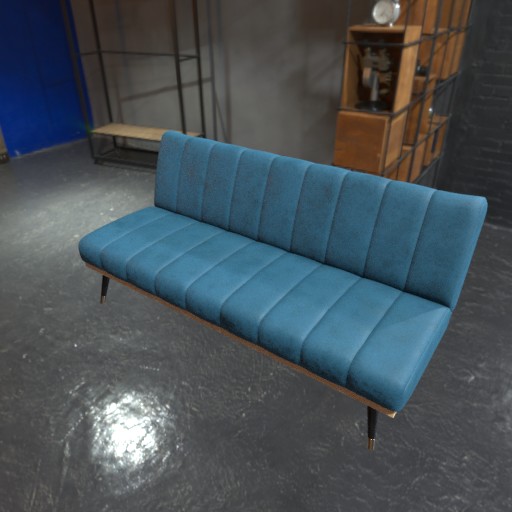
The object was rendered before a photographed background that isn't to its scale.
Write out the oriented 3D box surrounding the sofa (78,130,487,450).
[{"bbox_3d":[0.000,0.000,2.202,1.810,0.825,0.830,20,36,30],"label":"sofa"}]
